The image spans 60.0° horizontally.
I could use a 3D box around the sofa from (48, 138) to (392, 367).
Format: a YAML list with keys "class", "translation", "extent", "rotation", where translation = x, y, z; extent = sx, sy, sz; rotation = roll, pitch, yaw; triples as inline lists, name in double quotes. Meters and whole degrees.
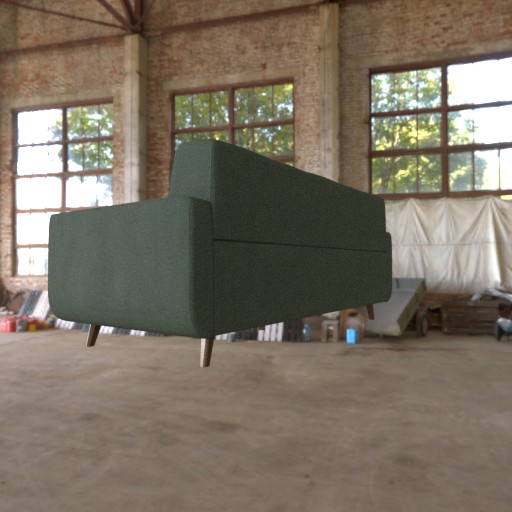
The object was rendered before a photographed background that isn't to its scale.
- class: "sofa"
  translation: [0.000, 0.000, 2.524]
  extent: [0.909, 0.841, 2.029]
  rotation: [-1, -1, 35]
